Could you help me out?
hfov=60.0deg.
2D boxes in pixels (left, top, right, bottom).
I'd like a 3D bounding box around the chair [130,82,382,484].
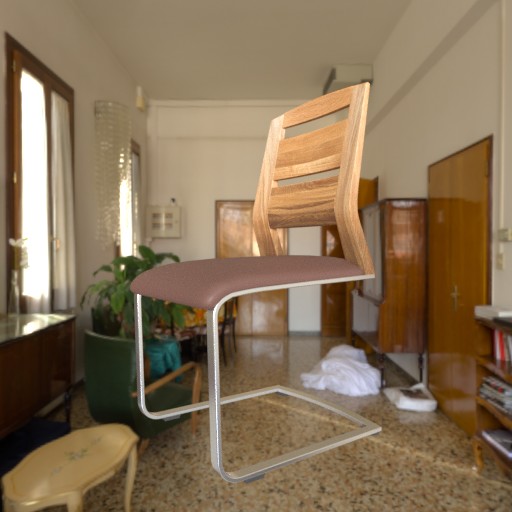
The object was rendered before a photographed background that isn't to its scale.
[{"bbox_3d":[0.000,0.000,1.231,0.570,0.970,0.460,-1,1,-35],"label":"chair"}]
